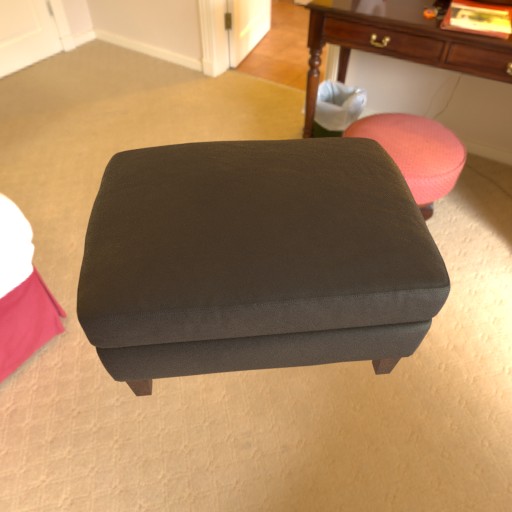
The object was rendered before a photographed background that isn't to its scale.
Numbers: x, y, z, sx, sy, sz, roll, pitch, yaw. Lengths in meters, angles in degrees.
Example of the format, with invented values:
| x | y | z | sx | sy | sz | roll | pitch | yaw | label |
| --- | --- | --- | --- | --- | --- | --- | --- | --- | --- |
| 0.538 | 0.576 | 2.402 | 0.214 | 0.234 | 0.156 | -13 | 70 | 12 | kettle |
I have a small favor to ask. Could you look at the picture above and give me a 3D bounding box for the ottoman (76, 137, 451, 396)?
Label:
| x | y | z | sx | sy | sz | roll | pitch | yaw | label |
| --- | --- | --- | --- | --- | --- | --- | --- | --- | --- |
| 0.000 | 0.000 | 1.325 | 0.887 | 0.529 | 0.659 | -4 | 47 | -4 | ottoman |
